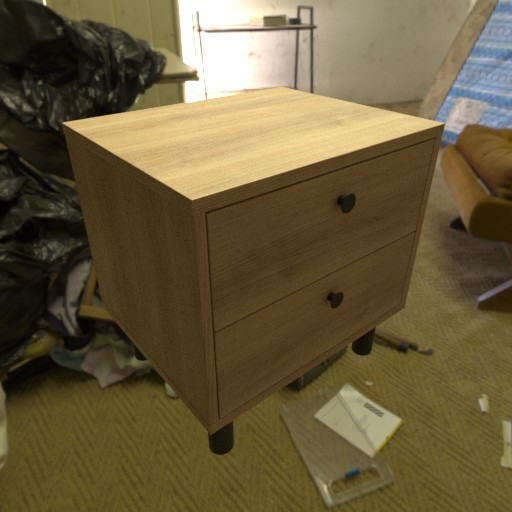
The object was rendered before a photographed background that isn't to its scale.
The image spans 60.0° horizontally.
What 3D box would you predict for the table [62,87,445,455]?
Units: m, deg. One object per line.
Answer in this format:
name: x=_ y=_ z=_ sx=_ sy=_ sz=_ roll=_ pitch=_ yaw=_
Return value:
table: x=0.000 y=0.000 z=0.779 sx=0.445 sy=0.460 sz=0.380 roll=-23 pitch=38 yaw=-33
